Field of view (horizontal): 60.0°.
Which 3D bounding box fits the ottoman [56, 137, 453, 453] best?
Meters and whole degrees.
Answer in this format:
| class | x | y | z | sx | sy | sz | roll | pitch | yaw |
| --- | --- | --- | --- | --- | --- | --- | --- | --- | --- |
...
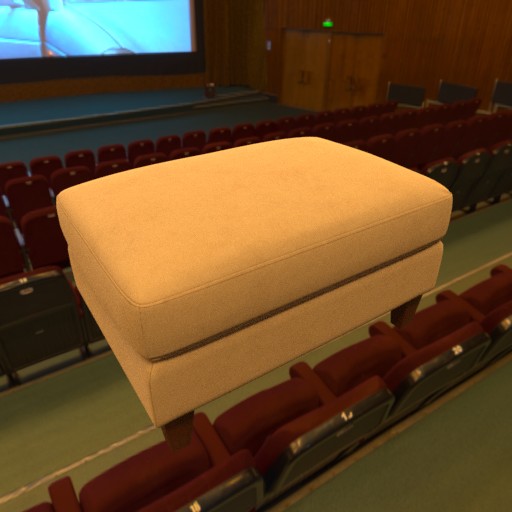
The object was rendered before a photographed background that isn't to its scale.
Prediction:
| class | x | y | z | sx | sy | sz | roll | pitch | yaw |
| --- | --- | --- | --- | --- | --- | --- | --- | --- | --- |
| ottoman | 0.000 | 0.000 | 1.195 | 0.864 | 0.483 | 0.584 | -19 | 36 | -28 |
